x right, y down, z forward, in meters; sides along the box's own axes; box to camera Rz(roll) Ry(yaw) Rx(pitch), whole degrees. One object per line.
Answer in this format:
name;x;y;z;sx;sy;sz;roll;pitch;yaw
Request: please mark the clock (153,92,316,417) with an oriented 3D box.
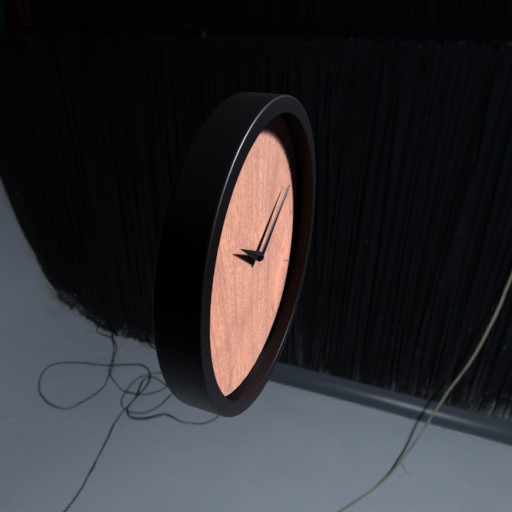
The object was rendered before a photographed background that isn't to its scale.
clock;0.000;0.000;0.454;0.040;0.314;0.314;11;31;19
